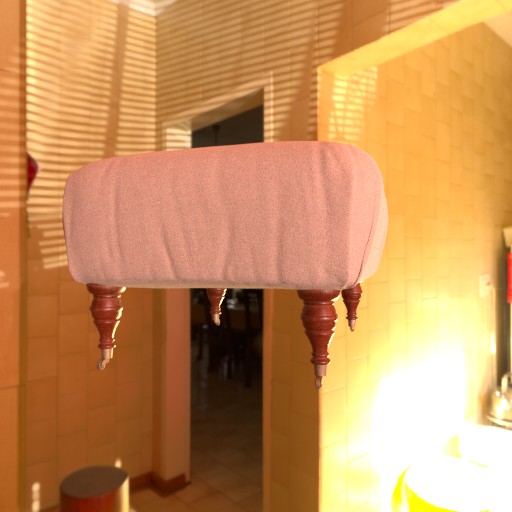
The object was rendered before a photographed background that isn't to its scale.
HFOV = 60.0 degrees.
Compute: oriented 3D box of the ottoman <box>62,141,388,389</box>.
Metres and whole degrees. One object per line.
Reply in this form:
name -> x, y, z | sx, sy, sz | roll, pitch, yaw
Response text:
ottoman -> 0.000, 0.000, 1.103 | 0.622, 0.450, 0.746 | 0, 0, 18
